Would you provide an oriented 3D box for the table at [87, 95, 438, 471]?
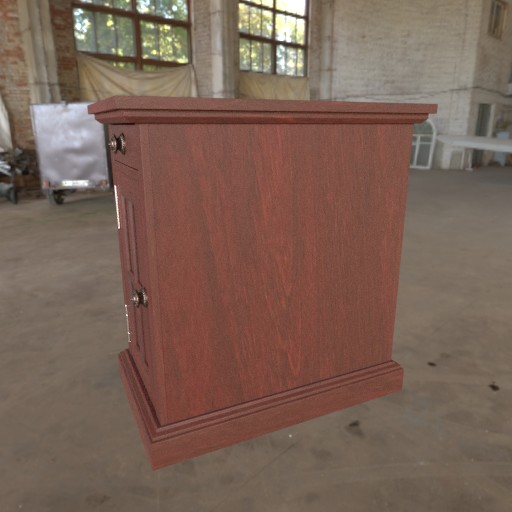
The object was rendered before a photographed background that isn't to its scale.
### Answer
[{"bbox_3d":[0.000,0.000,0.947,0.584,0.612,0.356,-8,18,-25],"label":"table"}]
